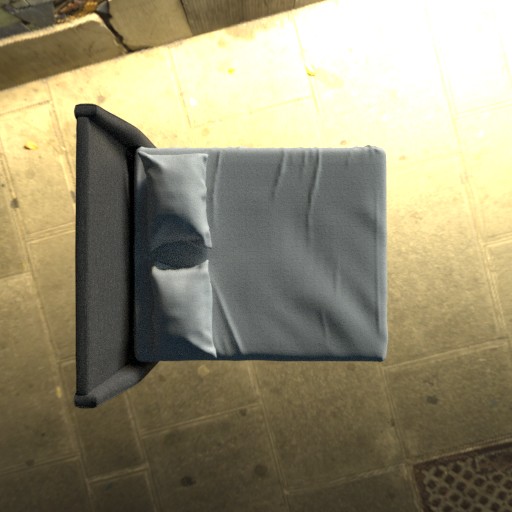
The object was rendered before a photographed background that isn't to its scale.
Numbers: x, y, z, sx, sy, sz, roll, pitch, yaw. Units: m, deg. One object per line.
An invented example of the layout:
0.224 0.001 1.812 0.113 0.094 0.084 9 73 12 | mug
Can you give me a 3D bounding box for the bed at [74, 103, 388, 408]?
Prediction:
0.000 0.000 3.393 2.276 1.332 1.925 0 90 1 | bed
